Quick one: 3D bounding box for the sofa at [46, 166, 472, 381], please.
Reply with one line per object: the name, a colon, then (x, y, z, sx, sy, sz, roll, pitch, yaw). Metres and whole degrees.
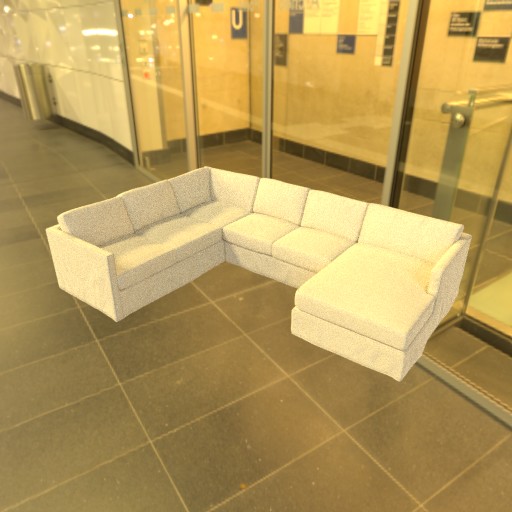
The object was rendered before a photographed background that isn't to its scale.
sofa: (0.000, 0.000, 4.444, 3.460, 0.882, 2.427, 19, 33, 33)
